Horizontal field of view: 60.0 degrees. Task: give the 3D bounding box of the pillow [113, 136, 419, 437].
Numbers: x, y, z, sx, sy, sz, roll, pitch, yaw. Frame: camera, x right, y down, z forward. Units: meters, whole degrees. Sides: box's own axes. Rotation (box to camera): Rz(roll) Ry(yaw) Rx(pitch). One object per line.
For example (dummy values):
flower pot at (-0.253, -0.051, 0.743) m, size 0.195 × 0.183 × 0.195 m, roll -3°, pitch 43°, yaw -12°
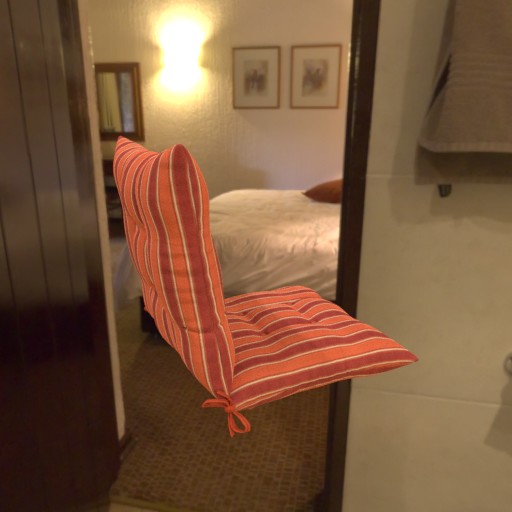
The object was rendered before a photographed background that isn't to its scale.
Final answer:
pillow at (0.000, 0.000, 1.035) m, size 0.585 × 0.536 × 0.541 m, roll -8°, pitch 18°, yaw -25°
